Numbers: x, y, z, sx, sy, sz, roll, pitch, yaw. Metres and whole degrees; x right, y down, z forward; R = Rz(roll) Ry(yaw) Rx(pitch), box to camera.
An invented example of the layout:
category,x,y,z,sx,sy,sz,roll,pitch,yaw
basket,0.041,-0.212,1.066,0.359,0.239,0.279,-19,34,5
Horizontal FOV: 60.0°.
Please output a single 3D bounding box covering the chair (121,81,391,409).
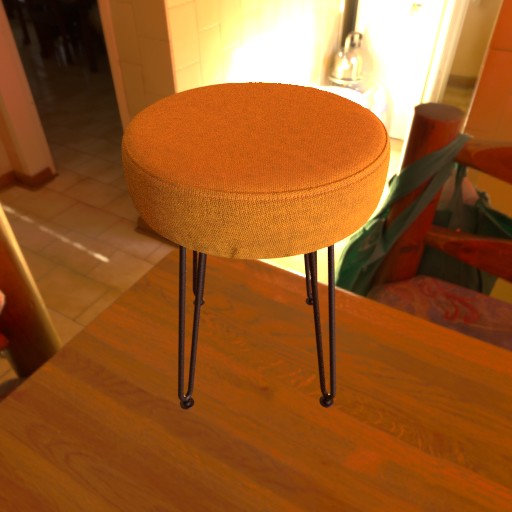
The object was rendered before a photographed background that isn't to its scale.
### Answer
category,x,y,z,sx,sy,sz,roll,pitch,yaw
chair,0.000,0.000,0.706,0.345,0.455,0.345,-1,40,-1
